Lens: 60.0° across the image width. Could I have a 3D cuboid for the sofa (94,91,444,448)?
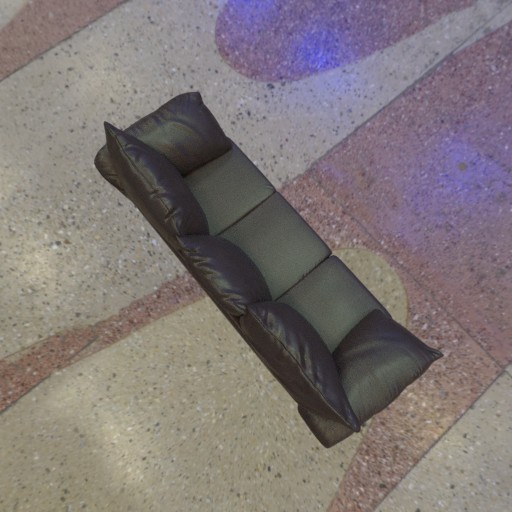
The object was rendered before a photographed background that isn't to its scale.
[{"bbox_3d":[0.000,0.000,2.904,0.907,1.091,2.390,-39,79,-9],"label":"sofa"}]
